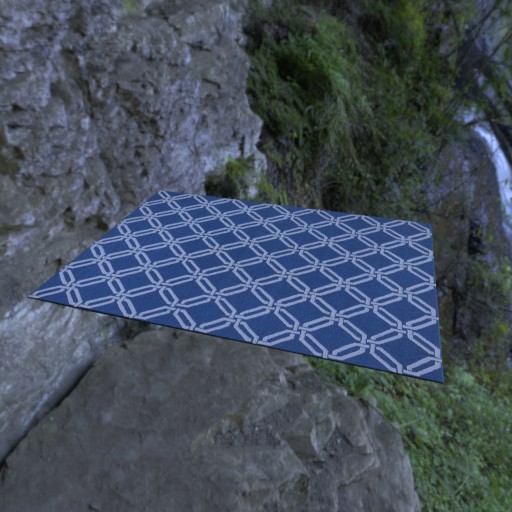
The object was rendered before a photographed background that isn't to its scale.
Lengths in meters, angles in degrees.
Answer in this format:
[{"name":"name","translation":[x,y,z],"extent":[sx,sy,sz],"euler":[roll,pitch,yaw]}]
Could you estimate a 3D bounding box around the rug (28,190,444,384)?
[{"name":"rug","translation":[0.000,0.000,4.357],"extent":[3.342,0.018,2.432],"euler":[9,32,14]}]
